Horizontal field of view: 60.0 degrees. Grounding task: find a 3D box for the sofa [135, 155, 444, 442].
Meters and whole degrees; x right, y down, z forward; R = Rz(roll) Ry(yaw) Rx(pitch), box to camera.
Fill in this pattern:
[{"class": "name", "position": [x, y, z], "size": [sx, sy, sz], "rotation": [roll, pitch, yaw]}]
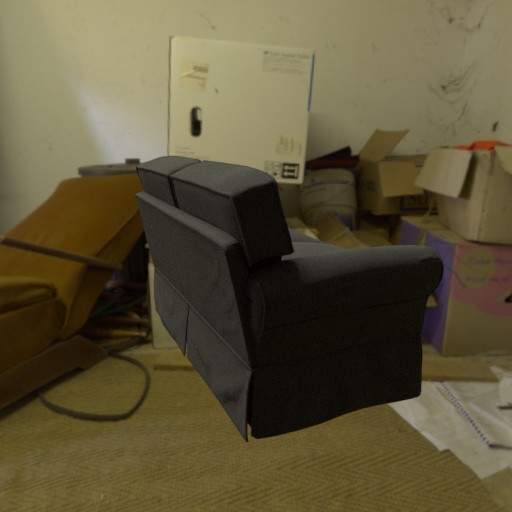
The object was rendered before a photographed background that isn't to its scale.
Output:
[{"class": "sofa", "position": [0.000, 0.000, 2.457], "size": [0.997, 1.059, 1.801], "rotation": [-7, 17, -25]}]
